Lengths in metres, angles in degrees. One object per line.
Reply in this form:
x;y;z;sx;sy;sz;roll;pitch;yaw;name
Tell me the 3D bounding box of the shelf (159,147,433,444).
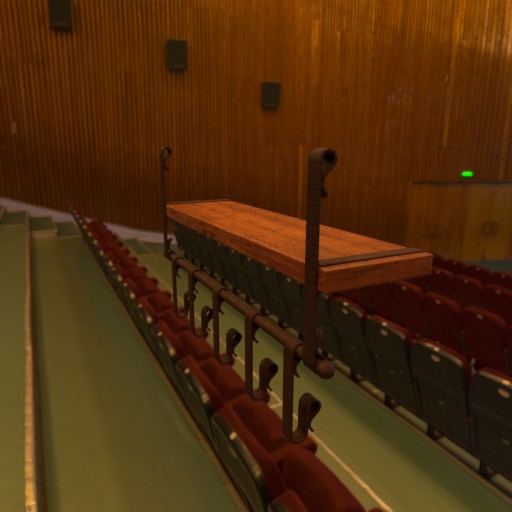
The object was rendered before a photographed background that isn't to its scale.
0.000;0.000;0.693;0.146;0.330;0.567;-7;16;-26;shelf
